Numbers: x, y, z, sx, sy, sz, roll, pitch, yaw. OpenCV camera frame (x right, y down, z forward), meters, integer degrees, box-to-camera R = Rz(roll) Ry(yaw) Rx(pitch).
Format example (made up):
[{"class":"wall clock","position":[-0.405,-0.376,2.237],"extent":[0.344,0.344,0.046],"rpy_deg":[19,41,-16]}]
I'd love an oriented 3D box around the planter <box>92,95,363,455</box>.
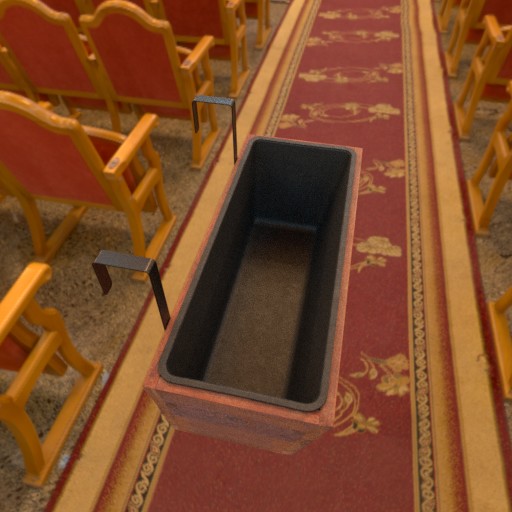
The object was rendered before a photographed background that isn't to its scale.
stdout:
[{"class":"planter","position":[0.000,0.000,0.639],"extent":[0.262,0.289,0.480],"rpy_deg":[9,49,8]}]
